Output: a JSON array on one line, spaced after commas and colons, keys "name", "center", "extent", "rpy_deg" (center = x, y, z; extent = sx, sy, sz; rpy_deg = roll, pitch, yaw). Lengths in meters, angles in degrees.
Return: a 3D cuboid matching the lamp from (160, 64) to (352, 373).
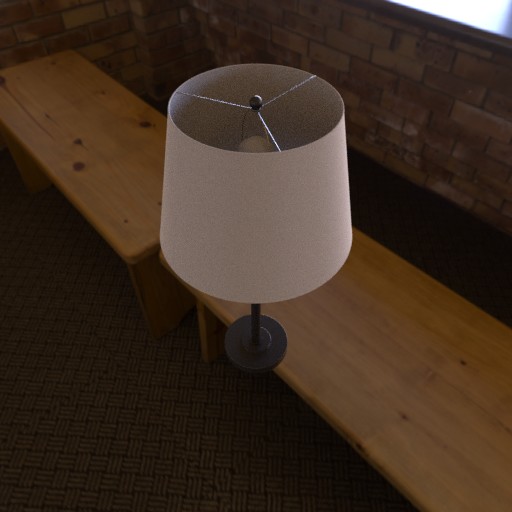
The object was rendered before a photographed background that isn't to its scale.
[{"name": "lamp", "center": [0.000, 0.000, 0.908], "extent": [0.363, 0.696, 0.363], "rpy_deg": [0, 48, 0]}]
